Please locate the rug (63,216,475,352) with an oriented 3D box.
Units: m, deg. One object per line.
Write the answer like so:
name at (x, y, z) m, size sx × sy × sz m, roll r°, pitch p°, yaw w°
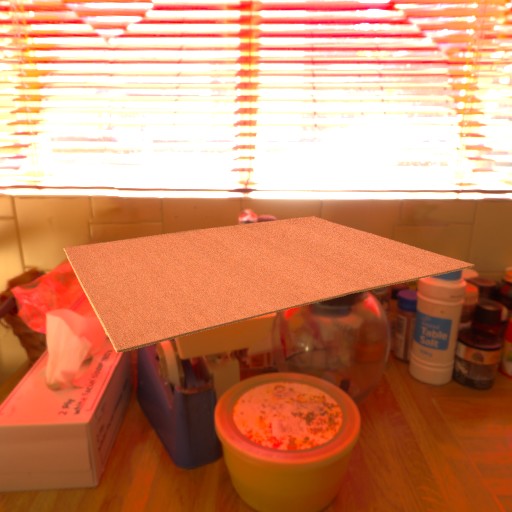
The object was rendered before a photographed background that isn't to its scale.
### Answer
rug at (0.000, 0.000, 4.292) m, size 3.202 × 0.045 × 2.434 m, roll -9°, pitch 20°, yaw -28°
